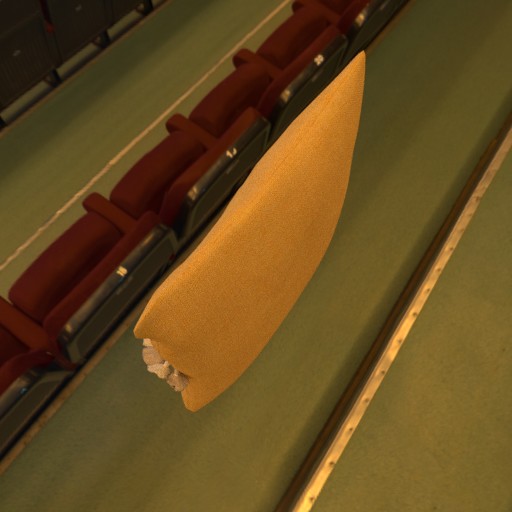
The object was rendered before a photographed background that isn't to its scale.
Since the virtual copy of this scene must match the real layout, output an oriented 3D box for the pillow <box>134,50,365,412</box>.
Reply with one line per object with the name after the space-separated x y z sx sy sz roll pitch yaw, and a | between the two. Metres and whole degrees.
0.000 0.000 0.718 0.167 0.481 0.485 31 67 15 | pillow
